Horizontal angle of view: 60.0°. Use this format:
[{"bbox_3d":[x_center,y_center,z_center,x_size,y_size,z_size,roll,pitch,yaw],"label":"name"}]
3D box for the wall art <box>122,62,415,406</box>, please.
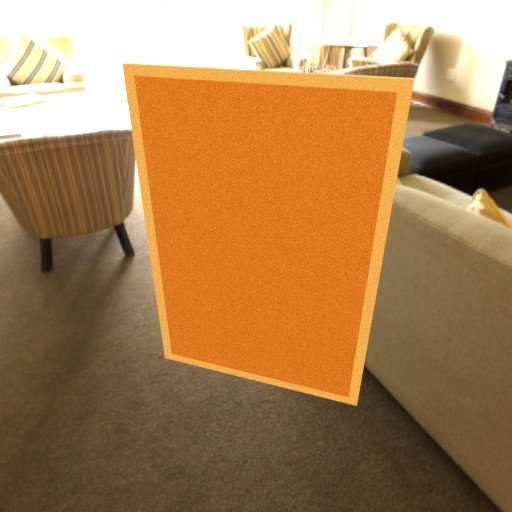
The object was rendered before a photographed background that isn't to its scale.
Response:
[{"bbox_3d":[0.000,0.000,0.838,0.456,0.656,0.013,10,33,15],"label":"wall art"}]
